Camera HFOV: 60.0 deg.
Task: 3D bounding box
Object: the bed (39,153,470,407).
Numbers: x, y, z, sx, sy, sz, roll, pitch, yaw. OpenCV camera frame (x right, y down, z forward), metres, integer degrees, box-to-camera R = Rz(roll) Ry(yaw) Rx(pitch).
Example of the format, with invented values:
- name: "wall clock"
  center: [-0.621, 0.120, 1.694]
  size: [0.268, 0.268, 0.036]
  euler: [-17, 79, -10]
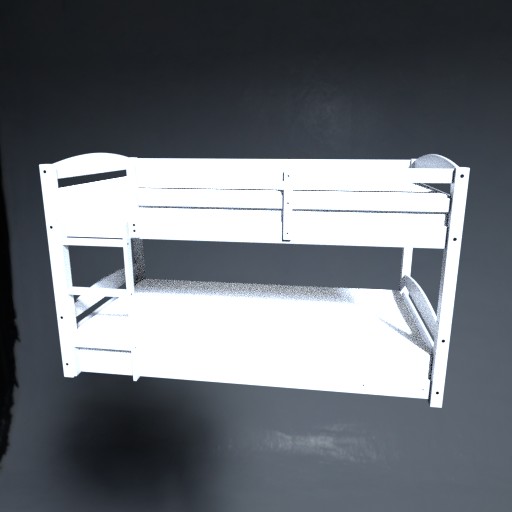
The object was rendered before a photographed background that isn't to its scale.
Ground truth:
- name: "bed"
  center: [0.000, 0.000, 2.682]
  size: [2.013, 1.206, 1.105]
  euler: [2, 15, 8]
